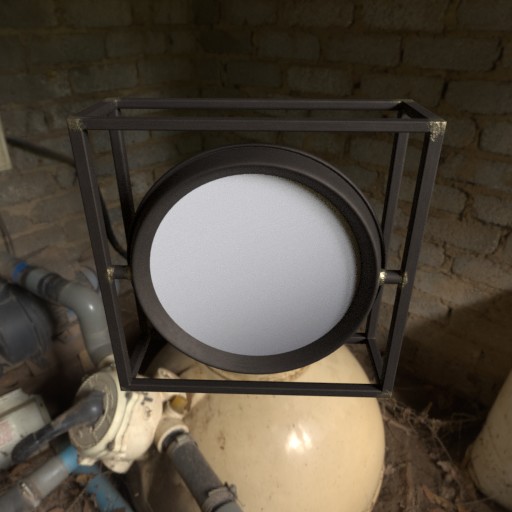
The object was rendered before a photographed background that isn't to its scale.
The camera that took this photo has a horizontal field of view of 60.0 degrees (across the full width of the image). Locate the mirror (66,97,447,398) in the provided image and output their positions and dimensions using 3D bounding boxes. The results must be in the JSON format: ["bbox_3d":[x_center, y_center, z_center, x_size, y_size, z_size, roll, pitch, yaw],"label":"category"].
[{"bbox_3d":[0.000,0.000,0.472,0.306,0.303,0.107,1,29,2],"label":"mirror"}]
